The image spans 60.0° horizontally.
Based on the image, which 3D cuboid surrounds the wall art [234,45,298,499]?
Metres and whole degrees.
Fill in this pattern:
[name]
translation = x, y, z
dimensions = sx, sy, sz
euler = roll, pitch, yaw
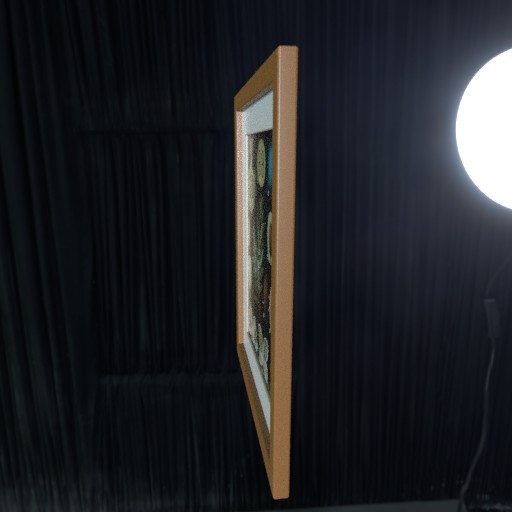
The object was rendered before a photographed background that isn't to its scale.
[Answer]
[wall art]
translation = 0.000, 0.000, 0.506
dimensions = 0.015, 0.379, 0.310
euler = -2, 14, -8
